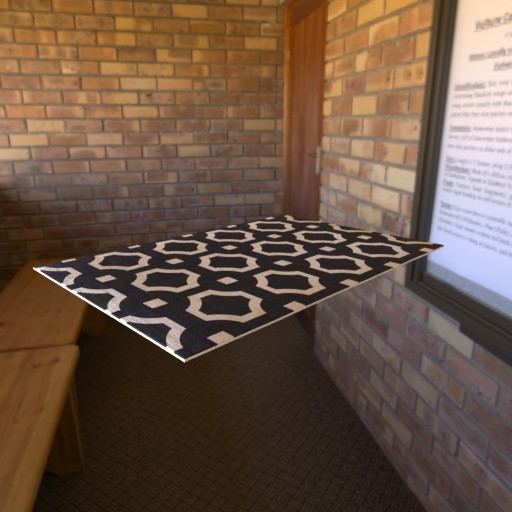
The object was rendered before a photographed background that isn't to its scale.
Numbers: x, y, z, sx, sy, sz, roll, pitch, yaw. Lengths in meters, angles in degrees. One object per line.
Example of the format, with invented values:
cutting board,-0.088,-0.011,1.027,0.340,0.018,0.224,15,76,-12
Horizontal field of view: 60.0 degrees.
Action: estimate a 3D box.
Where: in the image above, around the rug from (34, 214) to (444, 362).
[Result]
rug,0.000,0.000,2.947,2.286,0.016,1.555,-16,23,-42
